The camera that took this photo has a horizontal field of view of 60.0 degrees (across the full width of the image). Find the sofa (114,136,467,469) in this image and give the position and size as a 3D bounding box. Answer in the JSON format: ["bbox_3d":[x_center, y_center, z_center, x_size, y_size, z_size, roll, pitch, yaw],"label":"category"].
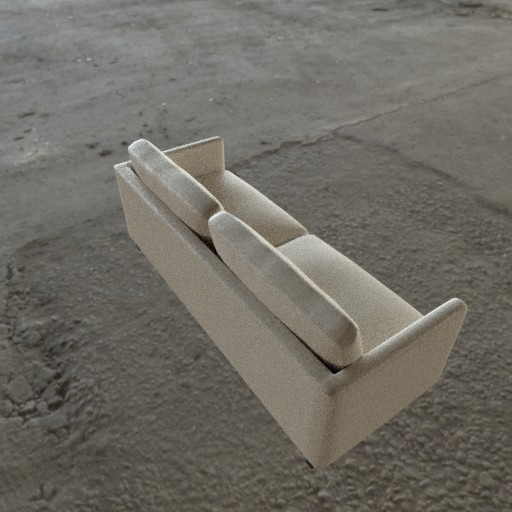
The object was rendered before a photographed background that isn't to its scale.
[{"bbox_3d":[0.000,0.000,2.917,0.948,0.965,2.434,-24,45,-26],"label":"sofa"}]
